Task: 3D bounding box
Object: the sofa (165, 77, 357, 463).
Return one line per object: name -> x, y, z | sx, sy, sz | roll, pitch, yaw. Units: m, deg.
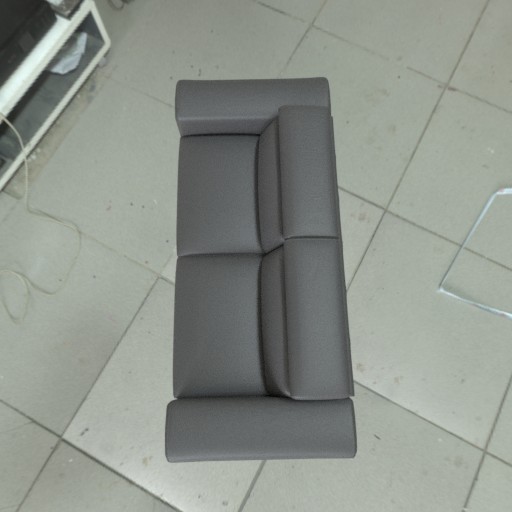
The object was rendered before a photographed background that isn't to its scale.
sofa -> 0.000, 0.000, 2.781 | 1.023, 0.759, 2.321 | -1, 74, 0
